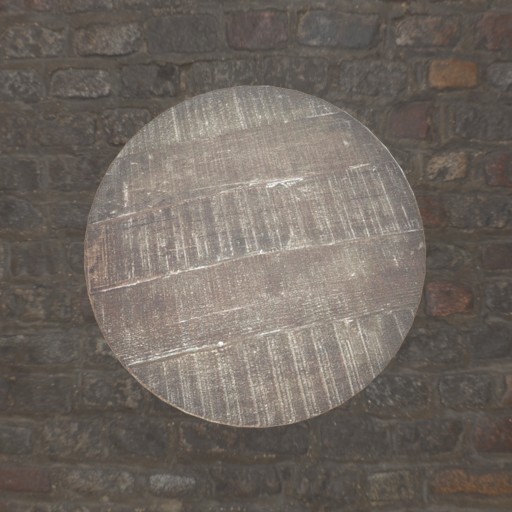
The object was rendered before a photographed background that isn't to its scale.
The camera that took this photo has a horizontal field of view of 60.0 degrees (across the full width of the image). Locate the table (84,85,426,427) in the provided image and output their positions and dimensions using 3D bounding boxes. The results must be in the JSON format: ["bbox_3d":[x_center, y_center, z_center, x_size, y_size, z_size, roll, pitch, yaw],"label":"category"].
[{"bbox_3d":[0.000,0.000,0.939,0.557,0.437,0.557,0,90,1],"label":"table"}]
